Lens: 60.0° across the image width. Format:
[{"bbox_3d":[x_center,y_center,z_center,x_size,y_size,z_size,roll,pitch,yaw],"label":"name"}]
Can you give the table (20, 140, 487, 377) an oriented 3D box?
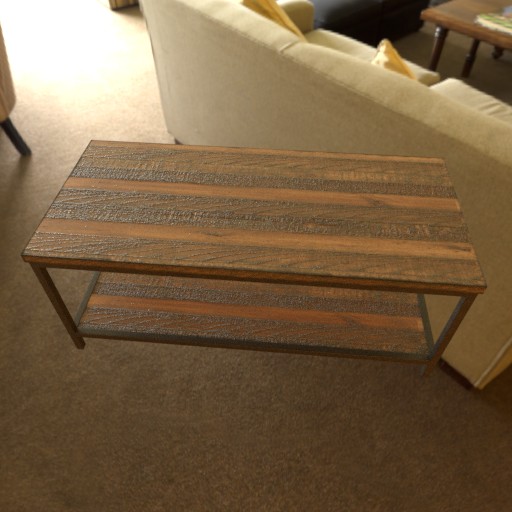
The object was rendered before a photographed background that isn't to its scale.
[{"bbox_3d":[0.000,0.000,1.234,0.990,0.399,0.452,4,47,3],"label":"table"}]
